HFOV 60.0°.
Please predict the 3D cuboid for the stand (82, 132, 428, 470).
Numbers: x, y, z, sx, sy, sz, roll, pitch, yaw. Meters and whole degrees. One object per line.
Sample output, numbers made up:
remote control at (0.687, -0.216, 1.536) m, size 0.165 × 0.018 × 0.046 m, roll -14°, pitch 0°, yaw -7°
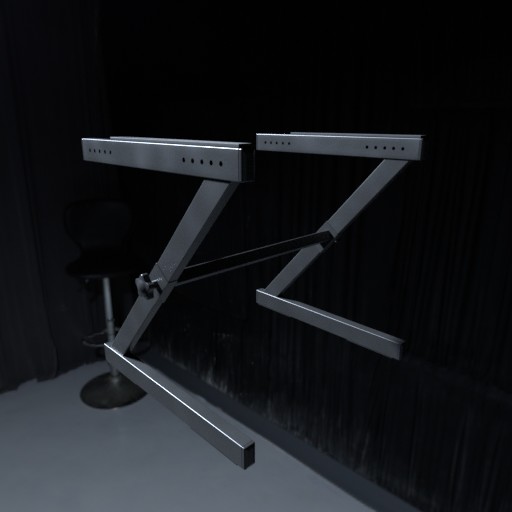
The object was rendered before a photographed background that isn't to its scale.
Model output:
stand at (0.000, 0.000, 1.175) m, size 0.700 × 0.617 × 0.586 m, roll -16°, pitch 23°, yaw -42°
